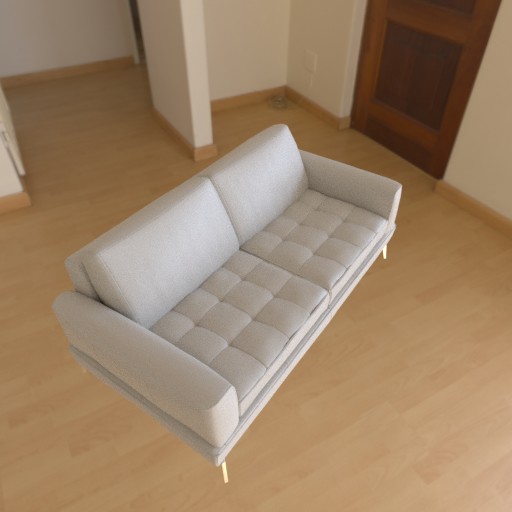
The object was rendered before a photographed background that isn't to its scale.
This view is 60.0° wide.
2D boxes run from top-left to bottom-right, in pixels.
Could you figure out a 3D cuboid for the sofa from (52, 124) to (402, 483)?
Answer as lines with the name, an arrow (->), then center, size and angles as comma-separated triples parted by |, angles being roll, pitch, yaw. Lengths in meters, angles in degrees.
sofa -> 0.000, 0.000, 2.768 | 1.121, 0.930, 2.177 | 25, 47, 26
